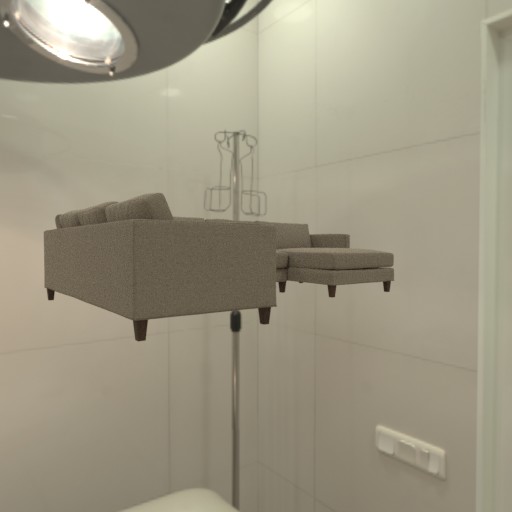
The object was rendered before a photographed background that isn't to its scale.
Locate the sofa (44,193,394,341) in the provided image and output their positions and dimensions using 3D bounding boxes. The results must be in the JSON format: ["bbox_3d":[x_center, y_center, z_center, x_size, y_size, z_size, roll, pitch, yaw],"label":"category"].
[{"bbox_3d":[0.000,0.000,4.409,3.438,0.865,2.424,-1,2,-36],"label":"sofa"}]
